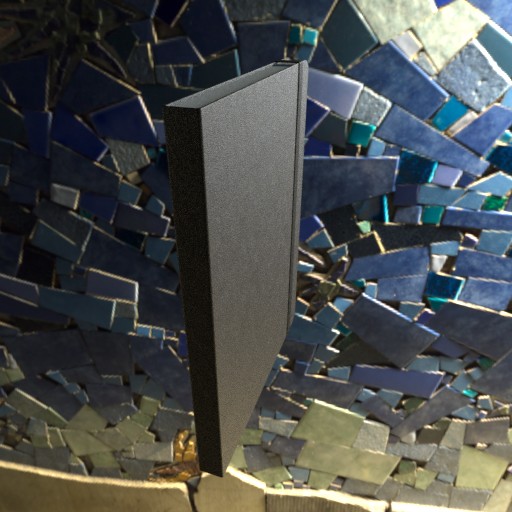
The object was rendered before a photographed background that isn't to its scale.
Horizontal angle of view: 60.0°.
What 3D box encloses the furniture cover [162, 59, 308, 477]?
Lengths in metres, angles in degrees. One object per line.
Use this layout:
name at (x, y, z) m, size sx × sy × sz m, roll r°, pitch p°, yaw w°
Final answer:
furniture cover at (0.000, 0.000, 0.367) m, size 0.023 × 0.281 × 0.216 m, roll 10°, pitch 32°, yaw 17°
